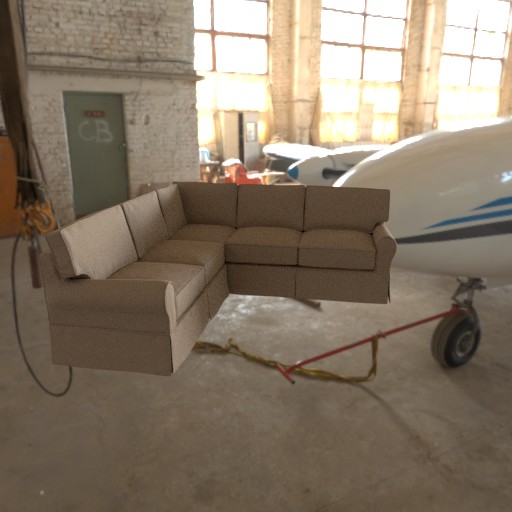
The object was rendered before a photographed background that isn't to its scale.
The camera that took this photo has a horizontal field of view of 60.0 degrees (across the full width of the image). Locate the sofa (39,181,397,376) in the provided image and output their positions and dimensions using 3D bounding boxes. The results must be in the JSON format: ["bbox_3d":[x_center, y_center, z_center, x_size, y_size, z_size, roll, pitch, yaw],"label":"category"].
[{"bbox_3d":[0.000,0.000,4.287,2.733,1.124,2.730,3,17,10],"label":"sofa"}]
